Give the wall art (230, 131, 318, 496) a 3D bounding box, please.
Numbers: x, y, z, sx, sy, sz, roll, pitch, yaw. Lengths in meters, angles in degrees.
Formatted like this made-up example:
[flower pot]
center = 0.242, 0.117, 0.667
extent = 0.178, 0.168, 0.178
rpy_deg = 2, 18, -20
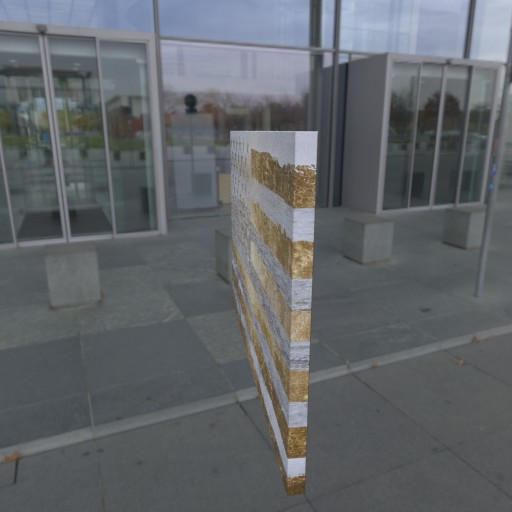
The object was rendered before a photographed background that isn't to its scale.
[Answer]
[wall art]
center = 0.000, 0.000, 1.406
extent = 0.041, 0.762, 1.145
rpy_deg = -2, 16, -8
